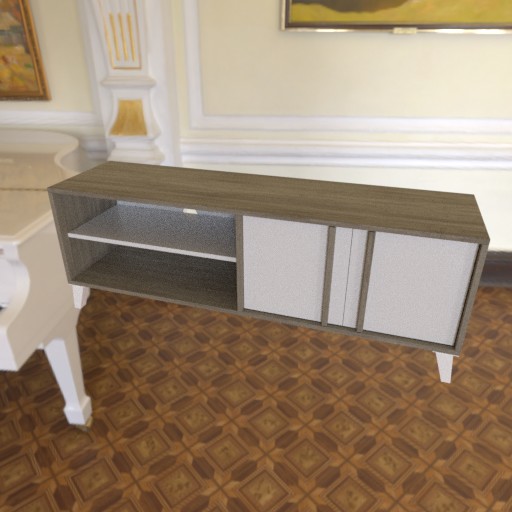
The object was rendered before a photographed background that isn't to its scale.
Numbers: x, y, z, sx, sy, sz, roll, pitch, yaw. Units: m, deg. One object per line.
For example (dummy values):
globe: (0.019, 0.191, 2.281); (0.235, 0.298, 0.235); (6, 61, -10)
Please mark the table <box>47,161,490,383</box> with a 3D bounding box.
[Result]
table: (0.000, 0.000, 1.729); (1.500, 0.530, 0.400); (8, 28, 16)
